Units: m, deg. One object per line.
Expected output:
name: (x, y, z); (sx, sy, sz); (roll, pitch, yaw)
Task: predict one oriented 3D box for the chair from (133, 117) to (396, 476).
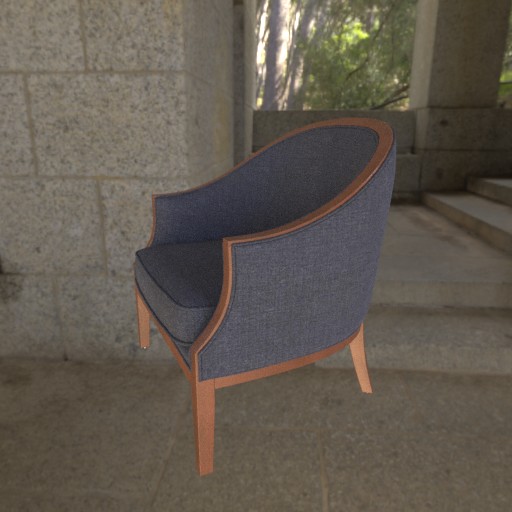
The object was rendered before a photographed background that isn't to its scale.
chair: (0.000, 0.000, 1.460); (0.735, 0.876, 0.803); (-7, 18, -24)
